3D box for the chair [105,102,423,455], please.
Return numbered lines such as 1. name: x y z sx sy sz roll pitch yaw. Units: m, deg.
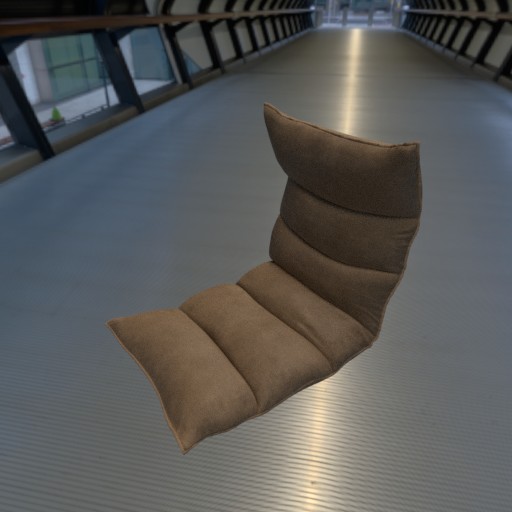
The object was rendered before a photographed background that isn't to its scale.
1. chair: 0.000 0.000 1.599 0.985 0.892 0.714 -19 35 -29
